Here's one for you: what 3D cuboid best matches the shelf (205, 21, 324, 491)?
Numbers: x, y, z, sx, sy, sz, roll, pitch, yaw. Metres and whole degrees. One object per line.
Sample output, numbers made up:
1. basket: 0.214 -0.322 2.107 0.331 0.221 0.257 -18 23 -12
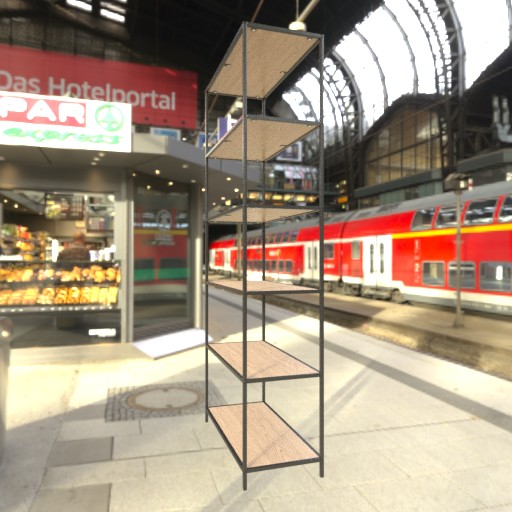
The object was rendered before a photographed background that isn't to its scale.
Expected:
1. shelf: 0.000 0.000 2.166 0.350 1.850 0.770 0 0 -18
